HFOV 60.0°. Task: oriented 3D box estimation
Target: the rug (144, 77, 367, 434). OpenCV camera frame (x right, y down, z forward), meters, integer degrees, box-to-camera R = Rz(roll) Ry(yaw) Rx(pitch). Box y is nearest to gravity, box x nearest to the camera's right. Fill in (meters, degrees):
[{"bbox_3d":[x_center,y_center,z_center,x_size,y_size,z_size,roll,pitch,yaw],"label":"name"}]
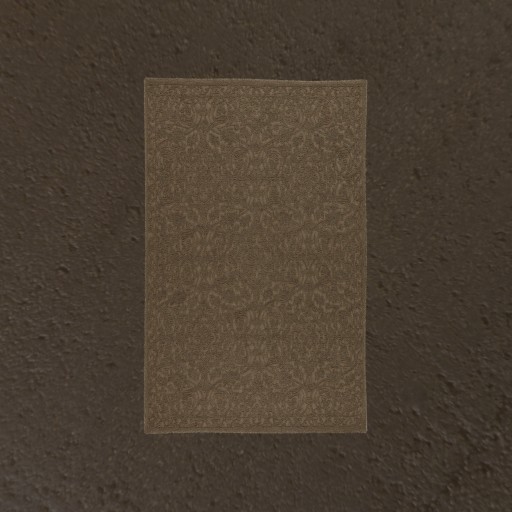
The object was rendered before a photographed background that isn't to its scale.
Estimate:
[{"bbox_3d":[0.000,0.000,3.039,1.529,0.012,2.435,0,90,-1],"label":"rug"}]
